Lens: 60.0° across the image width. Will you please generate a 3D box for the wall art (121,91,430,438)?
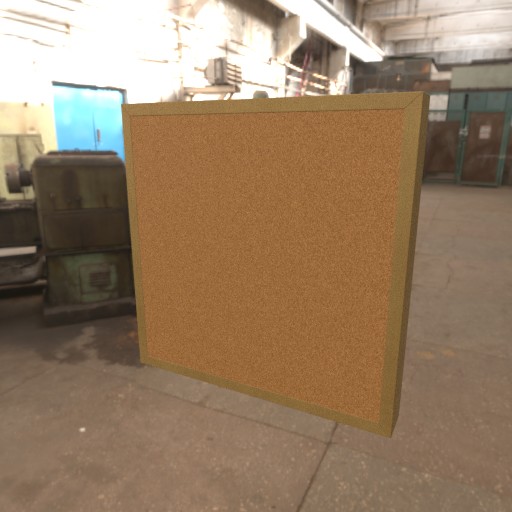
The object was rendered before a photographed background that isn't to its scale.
[{"bbox_3d":[0.000,0.000,0.458,0.305,0.305,0.038,8,17,27],"label":"wall art"}]
